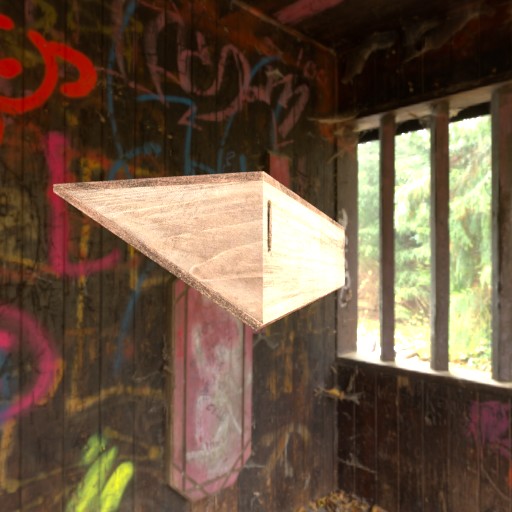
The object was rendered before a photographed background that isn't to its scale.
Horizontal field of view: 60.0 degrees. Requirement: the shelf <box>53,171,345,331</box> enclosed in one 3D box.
[{"bbox_3d":[0.000,0.000,0.666,0.200,0.125,0.610,0,-1,17],"label":"shelf"}]
